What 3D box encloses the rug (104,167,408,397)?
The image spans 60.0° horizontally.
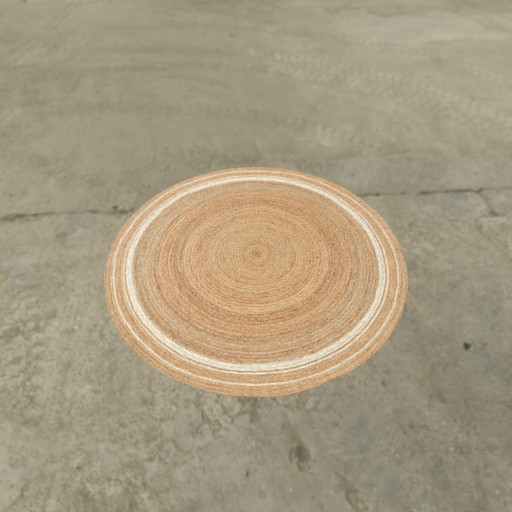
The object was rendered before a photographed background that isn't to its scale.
[{"bbox_3d":[0.000,0.000,3.667,2.444,0.015,2.444,0,47,0],"label":"rug"}]
